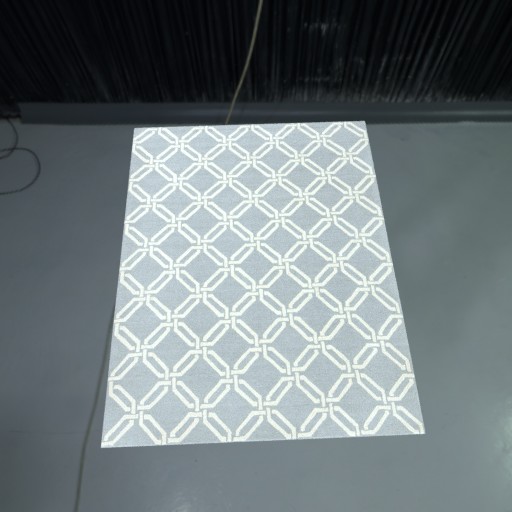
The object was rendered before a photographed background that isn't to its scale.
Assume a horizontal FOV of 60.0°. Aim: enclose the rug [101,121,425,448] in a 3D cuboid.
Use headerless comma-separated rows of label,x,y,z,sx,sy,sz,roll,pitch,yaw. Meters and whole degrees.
rug,0.000,0.000,3.753,2.288,0.018,2.895,-2,64,-1
